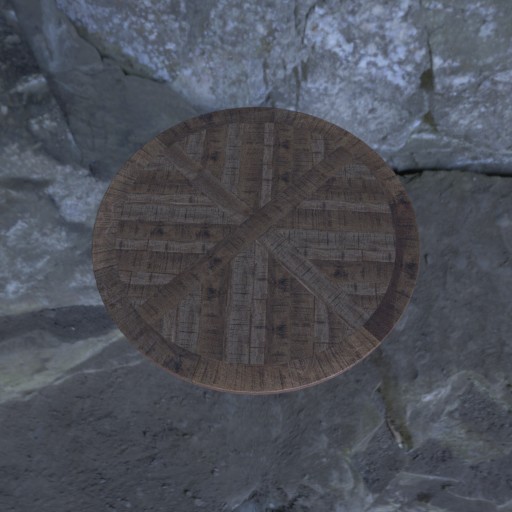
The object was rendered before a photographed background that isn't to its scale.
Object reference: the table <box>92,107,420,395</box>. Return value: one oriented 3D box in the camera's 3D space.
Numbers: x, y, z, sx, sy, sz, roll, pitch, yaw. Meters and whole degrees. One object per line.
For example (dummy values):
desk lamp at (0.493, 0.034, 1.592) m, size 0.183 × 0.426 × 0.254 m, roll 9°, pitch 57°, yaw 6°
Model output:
table at (0.000, 0.000, 1.954) m, size 1.264 × 0.516 × 1.264 m, roll 0°, pitch 63°, yaw 0°
